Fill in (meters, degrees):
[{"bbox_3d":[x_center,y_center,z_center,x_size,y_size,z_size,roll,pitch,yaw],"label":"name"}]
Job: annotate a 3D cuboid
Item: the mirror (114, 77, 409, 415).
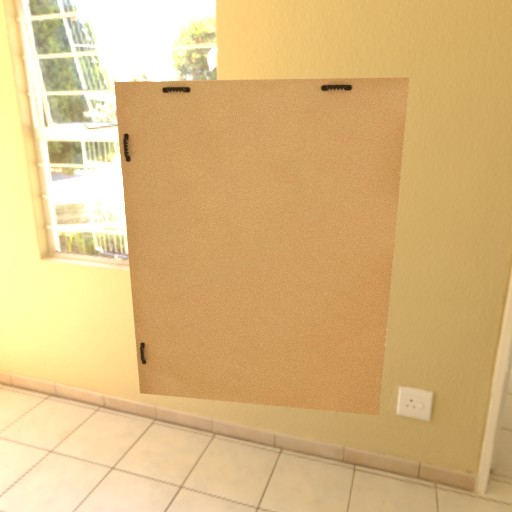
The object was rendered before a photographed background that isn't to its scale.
[{"bbox_3d":[0.000,0.000,0.686,0.405,0.508,0.041,2,16,8],"label":"mirror"}]
